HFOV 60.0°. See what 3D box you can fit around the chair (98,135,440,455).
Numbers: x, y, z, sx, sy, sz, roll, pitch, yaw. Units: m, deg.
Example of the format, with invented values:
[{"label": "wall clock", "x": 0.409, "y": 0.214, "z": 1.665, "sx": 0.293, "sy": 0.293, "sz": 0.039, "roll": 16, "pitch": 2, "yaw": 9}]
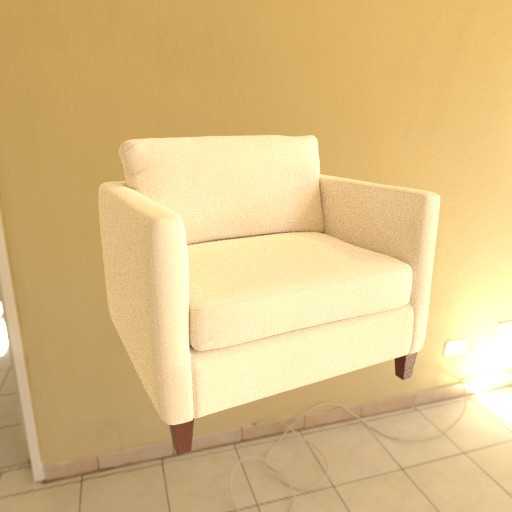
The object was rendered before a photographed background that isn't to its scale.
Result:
[{"label": "chair", "x": 0.000, "y": 0.000, "z": 1.696, "sx": 1.019, "sy": 0.885, "sz": 0.878, "roll": -8, "pitch": 18, "yaw": -26}]
